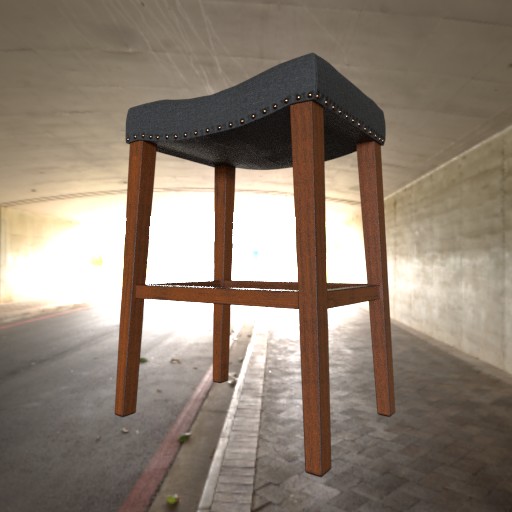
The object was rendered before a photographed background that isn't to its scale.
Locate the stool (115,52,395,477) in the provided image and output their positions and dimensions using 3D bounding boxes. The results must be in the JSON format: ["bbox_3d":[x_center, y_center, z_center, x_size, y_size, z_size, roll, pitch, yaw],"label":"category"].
[{"bbox_3d":[0.000,0.000,0.862,0.439,0.612,0.320,-1,-1,35],"label":"stool"}]
